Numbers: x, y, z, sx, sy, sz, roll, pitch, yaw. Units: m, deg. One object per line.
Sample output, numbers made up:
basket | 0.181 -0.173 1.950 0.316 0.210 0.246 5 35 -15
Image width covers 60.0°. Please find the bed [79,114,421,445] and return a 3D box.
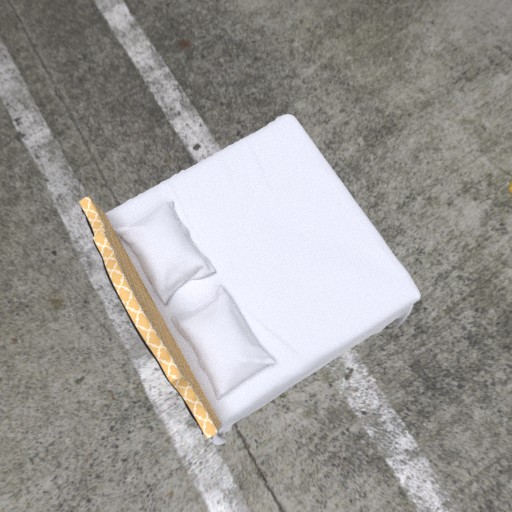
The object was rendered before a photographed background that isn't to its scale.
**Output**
bed | 0.000 0.000 3.668 2.222 1.601 2.314 -30 77 -8
